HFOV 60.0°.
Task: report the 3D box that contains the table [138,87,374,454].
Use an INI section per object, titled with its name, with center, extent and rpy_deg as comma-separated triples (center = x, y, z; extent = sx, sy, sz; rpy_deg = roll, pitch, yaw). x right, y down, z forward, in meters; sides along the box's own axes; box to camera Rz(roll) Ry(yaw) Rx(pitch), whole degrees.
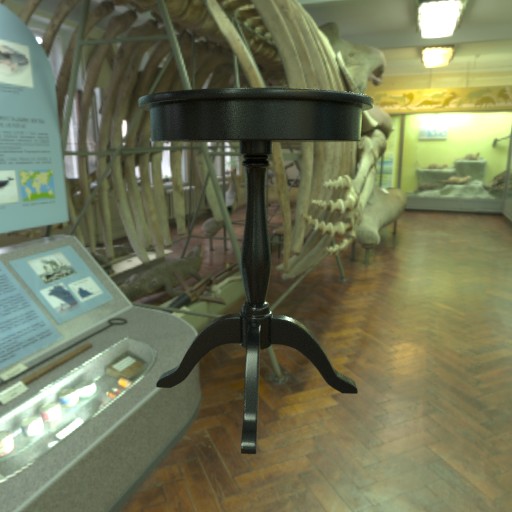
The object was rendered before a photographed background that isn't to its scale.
[table]
center = 0.000, 0.000, 1.006
extent = 0.481, 0.665, 0.481
rpy_deg = 0, 14, 0
